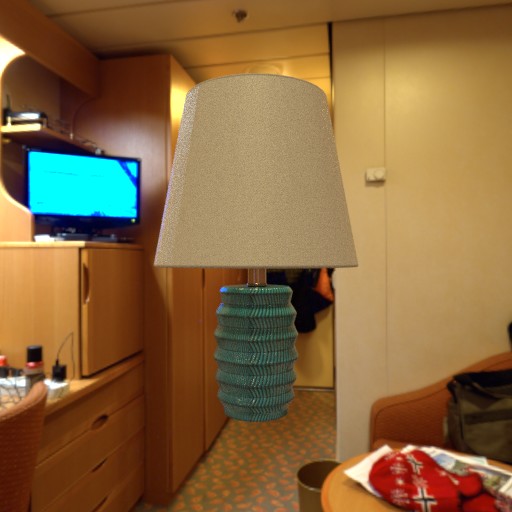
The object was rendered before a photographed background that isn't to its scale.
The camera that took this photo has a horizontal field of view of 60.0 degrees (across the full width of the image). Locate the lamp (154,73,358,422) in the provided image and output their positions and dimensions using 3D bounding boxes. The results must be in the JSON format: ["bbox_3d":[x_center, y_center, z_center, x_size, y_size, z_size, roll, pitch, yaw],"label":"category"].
[{"bbox_3d":[0.000,0.000,0.564,0.254,0.392,0.254,0,0,0],"label":"lamp"}]
